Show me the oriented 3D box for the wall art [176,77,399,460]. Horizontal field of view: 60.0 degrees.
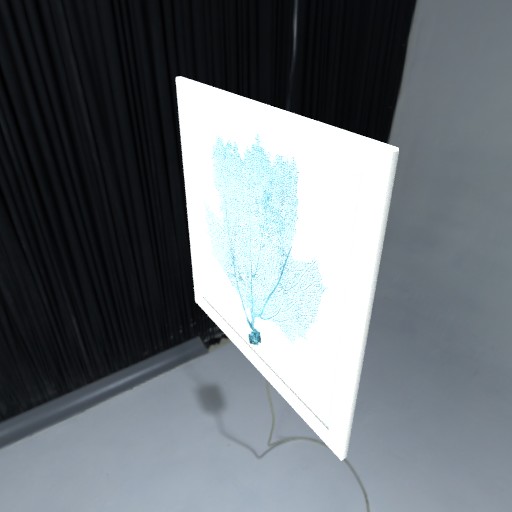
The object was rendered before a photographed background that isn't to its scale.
[{"bbox_3d":[0.000,0.000,0.873,0.013,0.584,0.584,-19,36,-28],"label":"wall art"}]
